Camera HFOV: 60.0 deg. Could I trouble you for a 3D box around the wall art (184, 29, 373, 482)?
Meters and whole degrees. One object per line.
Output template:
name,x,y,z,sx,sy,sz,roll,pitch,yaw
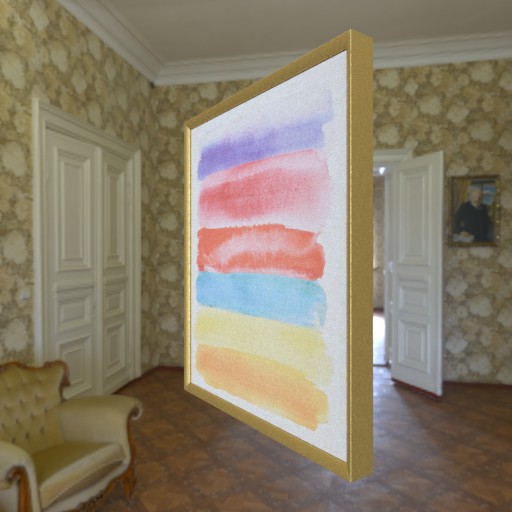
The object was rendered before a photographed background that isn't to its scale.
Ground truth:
wall art,0.000,0.000,0.860,0.048,0.642,0.537,0,0,-35
